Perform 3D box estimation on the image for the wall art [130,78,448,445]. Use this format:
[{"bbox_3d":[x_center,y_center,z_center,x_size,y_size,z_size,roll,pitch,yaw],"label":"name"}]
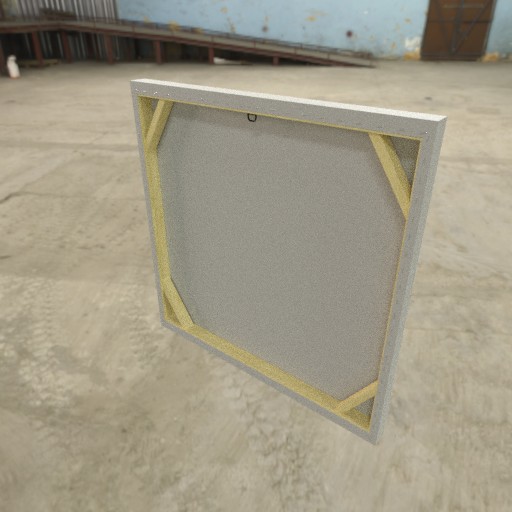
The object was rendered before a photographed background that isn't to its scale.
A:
[{"bbox_3d":[0.000,0.000,0.881,0.610,0.610,0.038,21,35,33],"label":"wall art"}]
